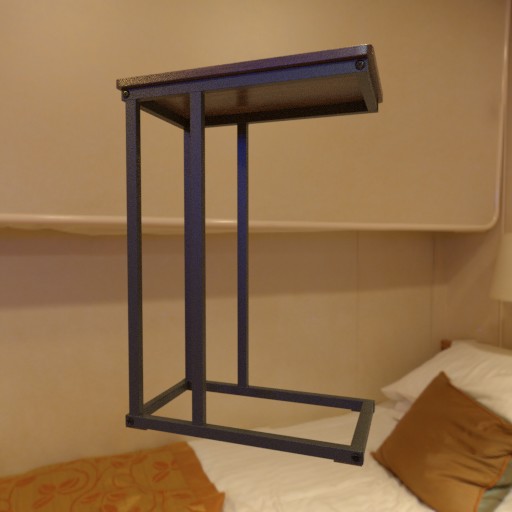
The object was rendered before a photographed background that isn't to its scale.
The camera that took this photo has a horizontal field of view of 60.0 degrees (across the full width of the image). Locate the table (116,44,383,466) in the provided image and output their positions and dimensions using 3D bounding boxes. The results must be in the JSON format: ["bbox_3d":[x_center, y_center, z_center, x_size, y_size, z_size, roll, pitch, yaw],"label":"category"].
[{"bbox_3d":[0.000,0.000,0.853,0.450,0.637,0.254,1,3,19],"label":"table"}]
